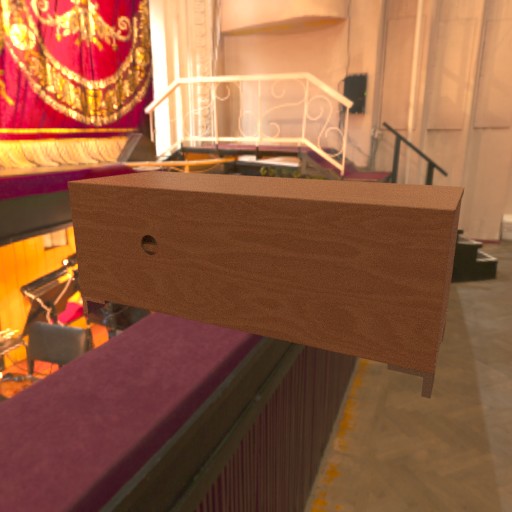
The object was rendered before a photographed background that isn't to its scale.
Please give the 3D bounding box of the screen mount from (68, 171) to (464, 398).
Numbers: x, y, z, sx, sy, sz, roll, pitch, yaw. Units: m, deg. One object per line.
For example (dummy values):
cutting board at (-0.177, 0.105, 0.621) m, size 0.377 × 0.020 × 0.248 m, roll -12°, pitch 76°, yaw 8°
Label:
screen mount at (0.000, 0.000, 1.342) m, size 1.084 × 0.432 × 0.406 m, roll 8°, pitch 18°, yaw 26°
